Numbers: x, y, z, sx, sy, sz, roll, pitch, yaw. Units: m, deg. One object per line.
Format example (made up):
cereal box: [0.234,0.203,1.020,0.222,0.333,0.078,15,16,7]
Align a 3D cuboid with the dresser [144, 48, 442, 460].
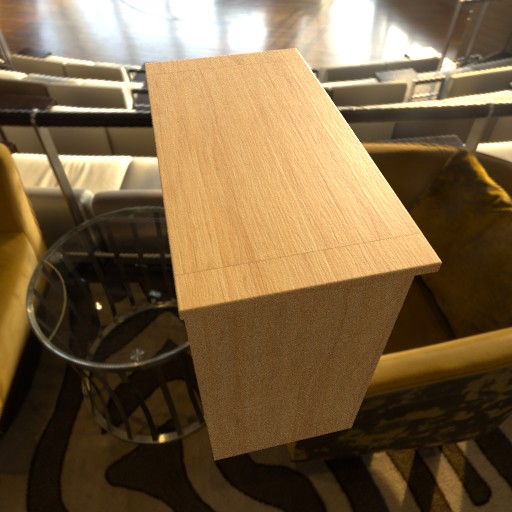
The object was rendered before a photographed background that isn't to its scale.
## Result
dresser: [0.000,0.000,1.190,0.410,0.730,0.800,-10,49,-9]
